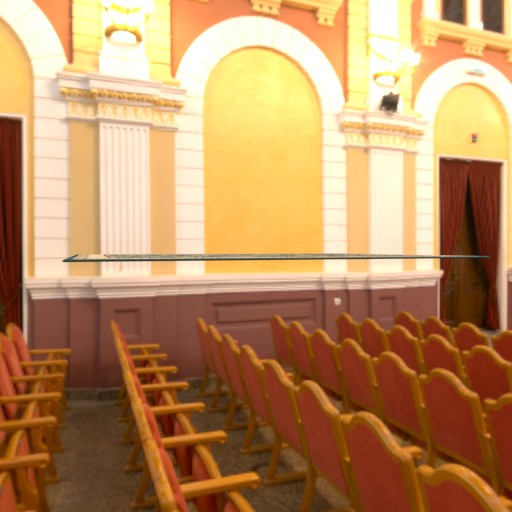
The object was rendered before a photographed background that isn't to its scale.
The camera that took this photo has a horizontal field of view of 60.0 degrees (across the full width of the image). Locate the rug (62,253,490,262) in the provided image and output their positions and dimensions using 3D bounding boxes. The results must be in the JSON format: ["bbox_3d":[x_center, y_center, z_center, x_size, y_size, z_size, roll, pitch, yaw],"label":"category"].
[{"bbox_3d":[0.000,0.000,3.948,3.044,0.015,2.226,0,1,-20],"label":"rug"}]
